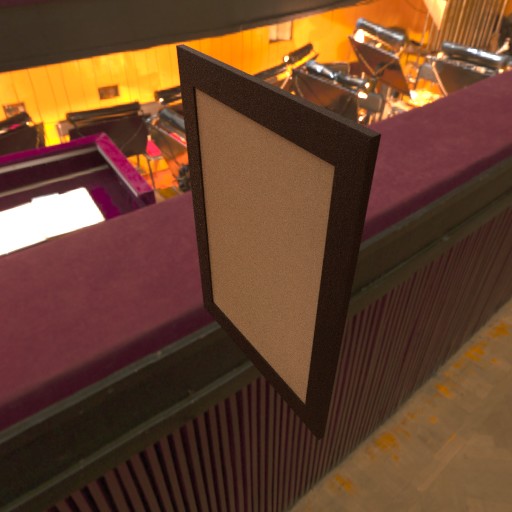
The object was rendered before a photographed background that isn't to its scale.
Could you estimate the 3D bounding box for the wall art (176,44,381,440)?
[{"bbox_3d":[0.000,0.000,0.654,0.013,0.508,0.359,-24,45,-27],"label":"wall art"}]
